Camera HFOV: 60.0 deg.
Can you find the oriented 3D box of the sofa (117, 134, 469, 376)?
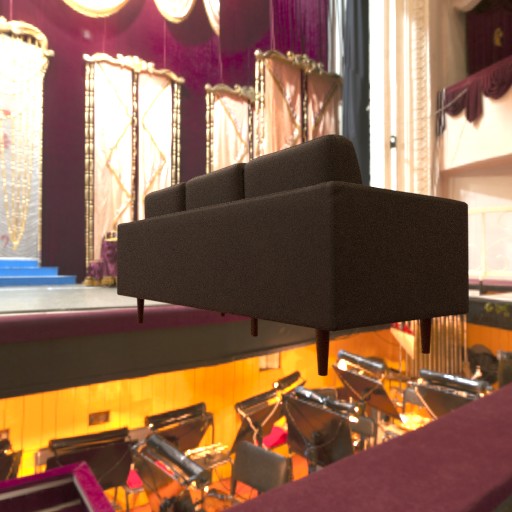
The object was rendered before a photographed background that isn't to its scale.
[{"bbox_3d":[0.000,0.000,2.493,0.879,0.899,2.029,1,-1,-37],"label":"sofa"}]
